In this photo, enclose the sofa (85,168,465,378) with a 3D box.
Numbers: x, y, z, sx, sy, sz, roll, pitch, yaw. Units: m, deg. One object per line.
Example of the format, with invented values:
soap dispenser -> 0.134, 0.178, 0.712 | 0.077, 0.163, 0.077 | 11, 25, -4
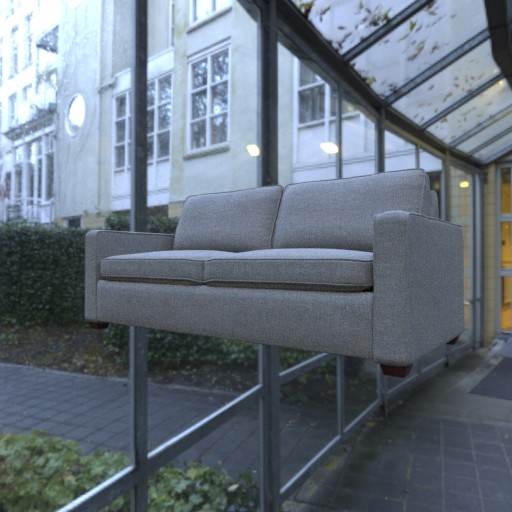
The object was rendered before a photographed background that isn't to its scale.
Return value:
sofa -> 0.000, 0.000, 2.574 | 2.078, 0.918, 0.945 | 0, 0, 36
